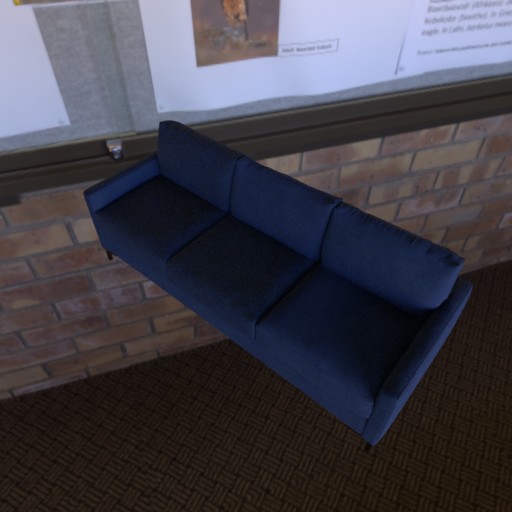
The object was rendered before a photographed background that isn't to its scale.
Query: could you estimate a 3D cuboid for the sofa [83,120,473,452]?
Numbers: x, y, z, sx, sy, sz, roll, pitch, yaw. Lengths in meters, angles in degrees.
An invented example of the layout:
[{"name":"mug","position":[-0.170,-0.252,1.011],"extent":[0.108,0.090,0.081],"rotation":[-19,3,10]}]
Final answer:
[{"name":"sofa","position":[0.000,0.000,2.686],"extent":[2.252,0.879,0.875],"rotation":[31,53,27]}]
